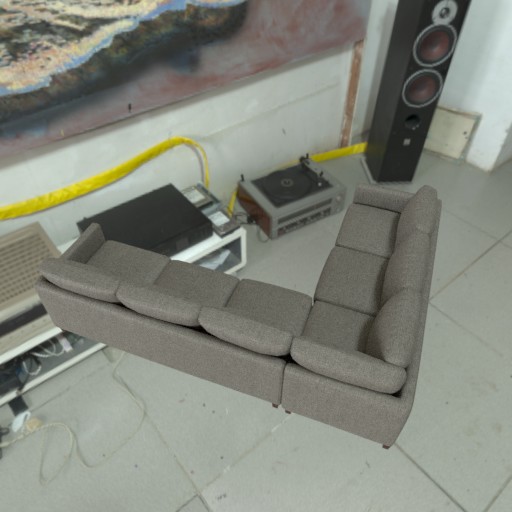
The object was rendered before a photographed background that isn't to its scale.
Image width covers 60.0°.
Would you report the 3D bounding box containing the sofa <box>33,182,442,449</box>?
[{"bbox_3d":[0.000,0.000,4.467,3.302,0.947,2.593,15,47,15],"label":"sofa"}]
